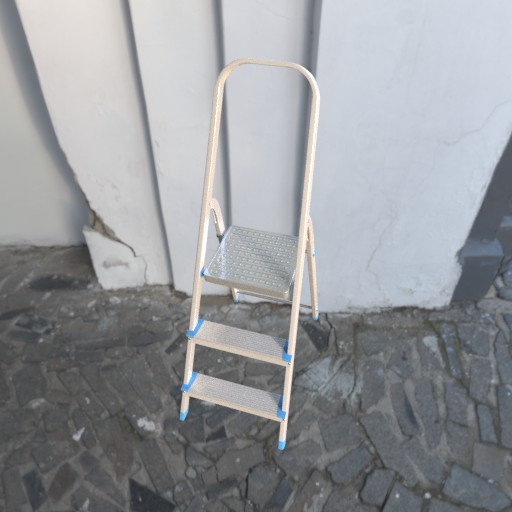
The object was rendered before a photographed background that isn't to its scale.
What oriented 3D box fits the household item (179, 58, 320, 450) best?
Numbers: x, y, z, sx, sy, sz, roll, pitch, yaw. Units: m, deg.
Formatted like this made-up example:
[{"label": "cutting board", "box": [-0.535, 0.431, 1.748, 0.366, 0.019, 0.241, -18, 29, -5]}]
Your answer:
[{"label": "household item", "box": [0.000, 0.000, 1.515, 0.420, 1.215, 0.687, 11, 43, 13]}]
